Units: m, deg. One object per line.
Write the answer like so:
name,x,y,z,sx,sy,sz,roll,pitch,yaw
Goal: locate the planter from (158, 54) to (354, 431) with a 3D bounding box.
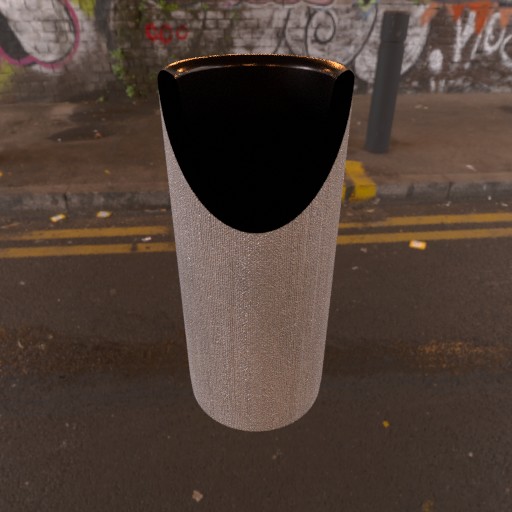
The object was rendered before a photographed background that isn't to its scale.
planter,0.000,0.000,0.130,0.045,0.103,0.045,21,38,30
